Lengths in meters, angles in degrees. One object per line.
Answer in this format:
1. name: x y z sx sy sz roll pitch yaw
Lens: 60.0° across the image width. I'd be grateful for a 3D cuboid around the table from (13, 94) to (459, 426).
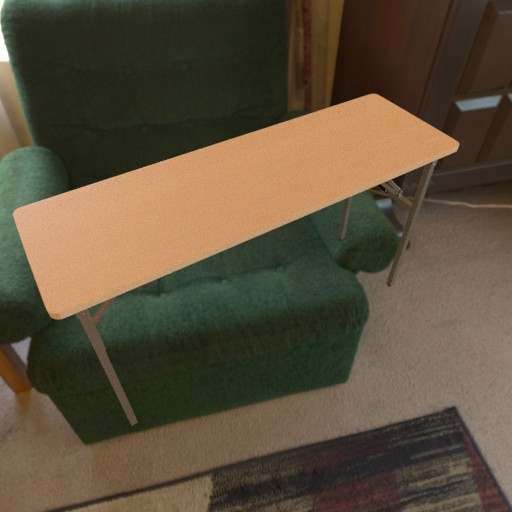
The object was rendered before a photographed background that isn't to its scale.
1. table: 0.000 0.000 1.677 1.397 0.750 0.446 -24 51 -21
